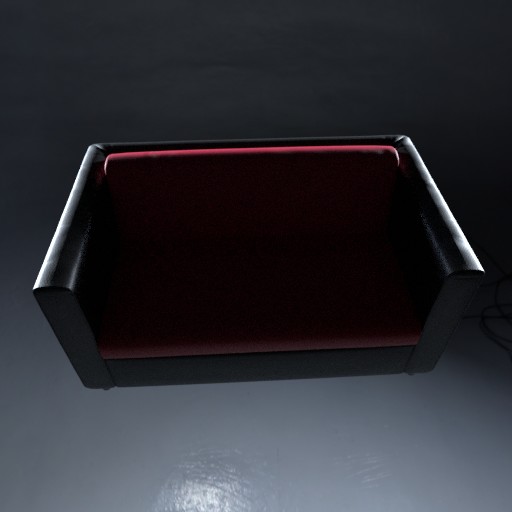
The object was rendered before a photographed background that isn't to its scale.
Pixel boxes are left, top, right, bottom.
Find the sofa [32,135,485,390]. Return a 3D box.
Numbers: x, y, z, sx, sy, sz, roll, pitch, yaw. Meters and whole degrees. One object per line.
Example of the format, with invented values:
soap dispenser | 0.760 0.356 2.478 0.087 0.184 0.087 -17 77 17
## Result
sofa | 0.000 0.000 1.864 1.410 0.735 0.845 -2 45 -2
